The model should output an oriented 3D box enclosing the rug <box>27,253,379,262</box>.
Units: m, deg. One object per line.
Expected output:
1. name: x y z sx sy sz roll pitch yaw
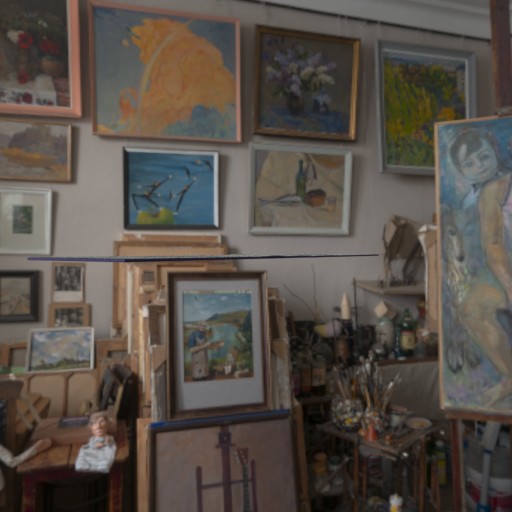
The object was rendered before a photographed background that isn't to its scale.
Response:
1. rug: 0.000 0.000 2.506 0.602 0.016 2.283 0 1 36
